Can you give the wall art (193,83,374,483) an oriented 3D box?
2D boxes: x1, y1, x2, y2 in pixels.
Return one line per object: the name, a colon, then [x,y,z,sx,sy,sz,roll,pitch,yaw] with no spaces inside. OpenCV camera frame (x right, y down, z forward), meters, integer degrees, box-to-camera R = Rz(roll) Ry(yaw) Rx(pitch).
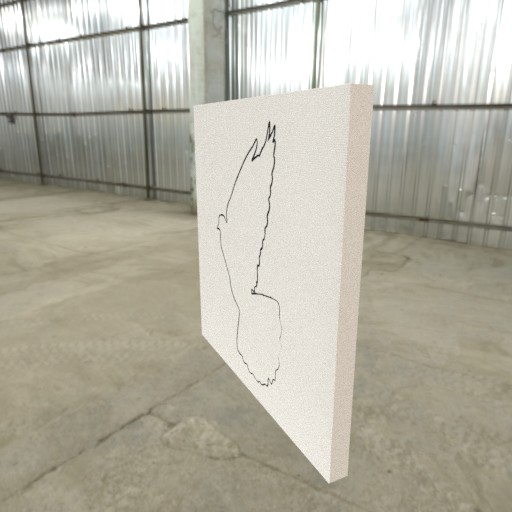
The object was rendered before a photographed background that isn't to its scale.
wall art: [0.000,0.000,0.908,0.038,0.610,0.610,-8,18,-25]
